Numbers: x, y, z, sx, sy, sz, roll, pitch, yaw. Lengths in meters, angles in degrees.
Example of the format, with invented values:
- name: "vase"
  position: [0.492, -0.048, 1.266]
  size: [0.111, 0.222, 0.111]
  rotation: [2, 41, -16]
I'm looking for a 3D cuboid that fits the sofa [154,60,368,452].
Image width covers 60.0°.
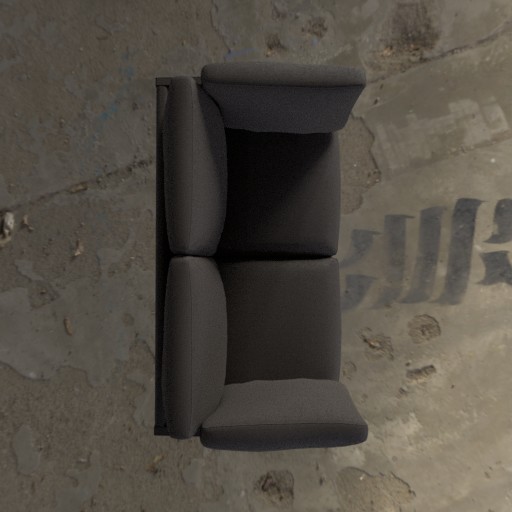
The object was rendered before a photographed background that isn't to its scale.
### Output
- name: "sofa"
  position: [0.000, 0.000, 2.327]
  size: [0.969, 0.920, 1.751]
  rotation: [0, 89, -1]
